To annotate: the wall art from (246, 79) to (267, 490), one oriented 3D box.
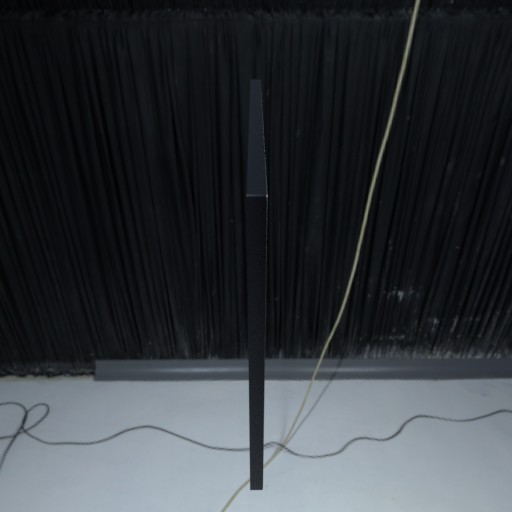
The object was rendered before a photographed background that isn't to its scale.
[{"bbox_3d":[0.000,0.000,0.723,0.018,0.450,0.521,0,32,0],"label":"wall art"}]
